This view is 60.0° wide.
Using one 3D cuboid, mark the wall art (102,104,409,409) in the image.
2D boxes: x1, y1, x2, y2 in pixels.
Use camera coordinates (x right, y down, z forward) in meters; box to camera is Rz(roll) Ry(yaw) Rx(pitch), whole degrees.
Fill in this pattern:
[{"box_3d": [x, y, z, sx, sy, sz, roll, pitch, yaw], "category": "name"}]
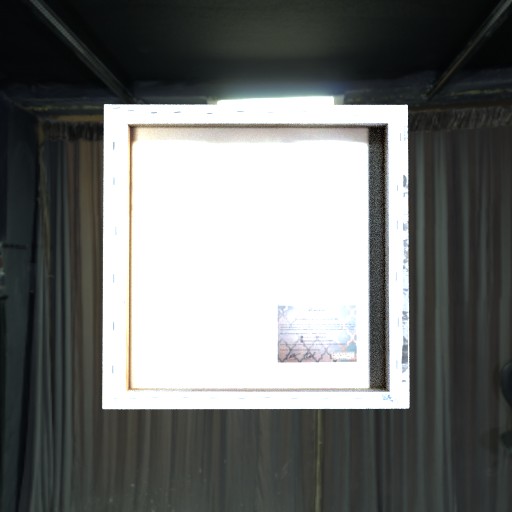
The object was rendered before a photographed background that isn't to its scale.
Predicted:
[{"box_3d": [0.000, 0.000, 0.615, 0.411, 0.410, 0.038, 0, -1, 0], "category": "wall art"}]
